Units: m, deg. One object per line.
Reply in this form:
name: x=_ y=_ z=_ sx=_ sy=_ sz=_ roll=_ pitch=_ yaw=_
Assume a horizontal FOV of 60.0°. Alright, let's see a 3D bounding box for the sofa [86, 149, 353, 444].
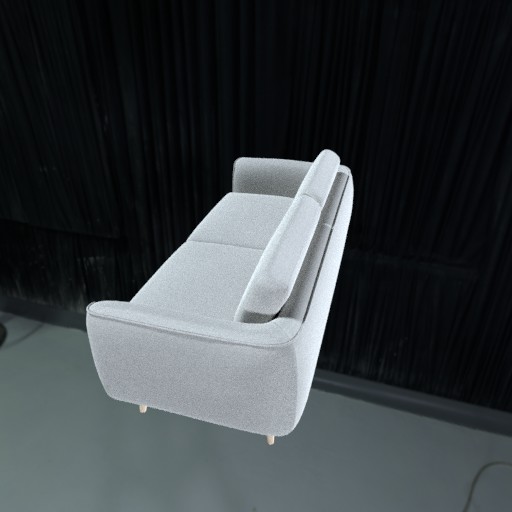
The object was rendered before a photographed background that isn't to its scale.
sofa: x=0.000 y=0.000 z=2.506 sx=0.920 sy=0.850 sz=2.000 roll=8 pitch=31 yaw=14
